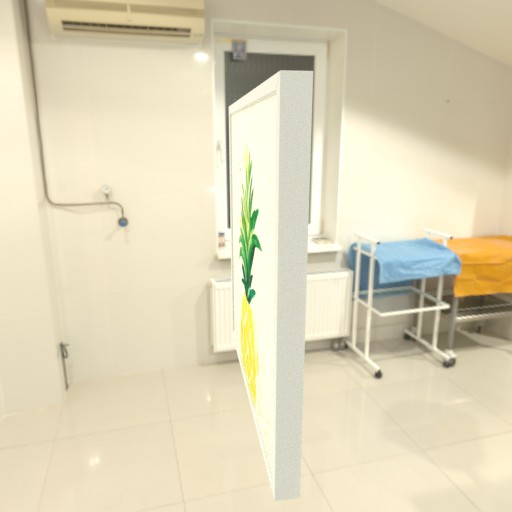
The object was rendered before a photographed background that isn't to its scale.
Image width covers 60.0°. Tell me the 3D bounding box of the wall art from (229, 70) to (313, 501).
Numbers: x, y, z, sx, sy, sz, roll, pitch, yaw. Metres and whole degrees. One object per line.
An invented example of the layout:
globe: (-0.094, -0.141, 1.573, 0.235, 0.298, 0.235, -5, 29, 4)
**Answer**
wall art: (0.000, 0.000, 0.448, 0.020, 0.307, 0.307, -2, 15, -9)
